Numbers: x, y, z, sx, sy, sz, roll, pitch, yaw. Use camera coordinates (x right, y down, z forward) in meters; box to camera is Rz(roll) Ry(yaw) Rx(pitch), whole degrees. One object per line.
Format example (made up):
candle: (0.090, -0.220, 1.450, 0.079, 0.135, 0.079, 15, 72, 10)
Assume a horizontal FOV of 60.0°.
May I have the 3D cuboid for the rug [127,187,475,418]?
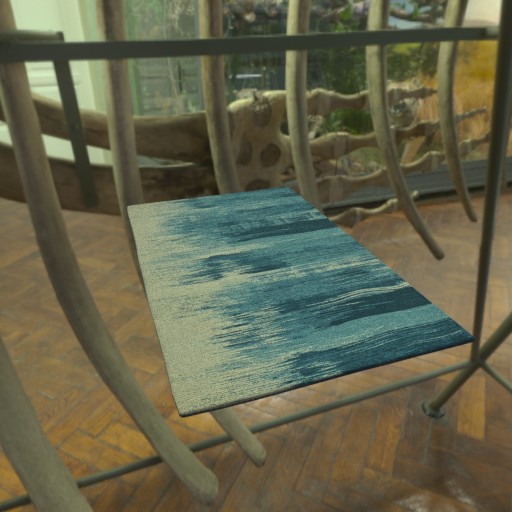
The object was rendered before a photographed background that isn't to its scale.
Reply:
rug: (0.000, 0.000, 3.044, 1.540, 0.027, 2.450, -9, 30, -17)
